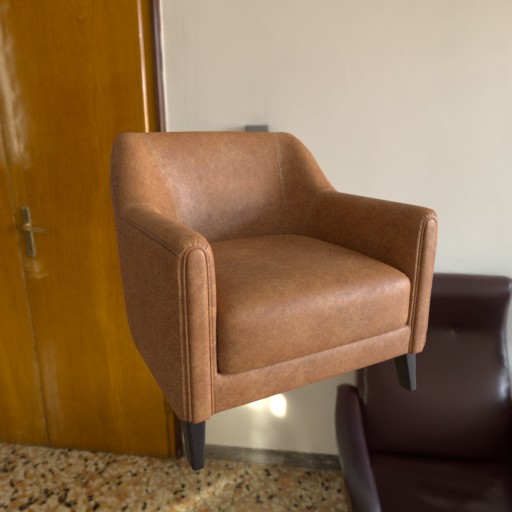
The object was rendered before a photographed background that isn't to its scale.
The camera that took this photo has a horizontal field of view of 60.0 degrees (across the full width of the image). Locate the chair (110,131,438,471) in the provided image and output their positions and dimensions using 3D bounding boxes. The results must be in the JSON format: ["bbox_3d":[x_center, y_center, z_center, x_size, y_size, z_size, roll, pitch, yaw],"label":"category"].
[{"bbox_3d":[0.000,0.000,1.811,1.037,0.980,1.034,-8,18,-27],"label":"chair"}]
